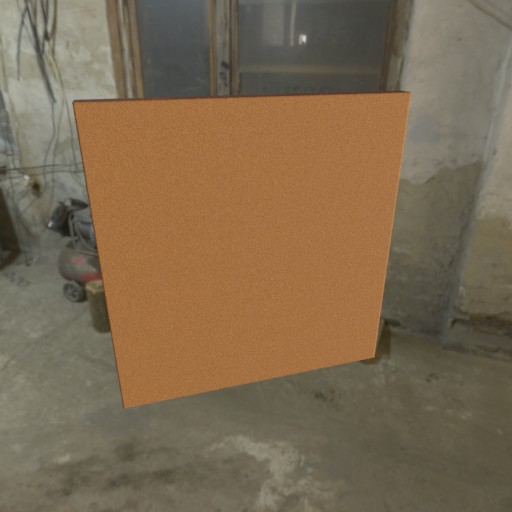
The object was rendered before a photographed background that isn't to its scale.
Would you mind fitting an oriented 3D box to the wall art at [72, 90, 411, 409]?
[{"bbox_3d":[0.000,0.000,0.837,0.554,0.572,0.037,-7,26,-15],"label":"wall art"}]
